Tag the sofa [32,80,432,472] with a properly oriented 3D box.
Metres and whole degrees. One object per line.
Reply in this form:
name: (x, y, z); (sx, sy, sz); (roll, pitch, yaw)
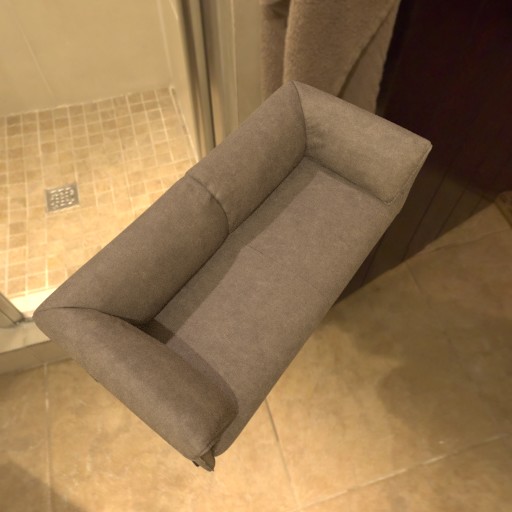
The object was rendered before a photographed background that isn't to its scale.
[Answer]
sofa: (0.000, 0.000, 2.273); (0.905, 0.747, 1.878); (32, 63, 19)
